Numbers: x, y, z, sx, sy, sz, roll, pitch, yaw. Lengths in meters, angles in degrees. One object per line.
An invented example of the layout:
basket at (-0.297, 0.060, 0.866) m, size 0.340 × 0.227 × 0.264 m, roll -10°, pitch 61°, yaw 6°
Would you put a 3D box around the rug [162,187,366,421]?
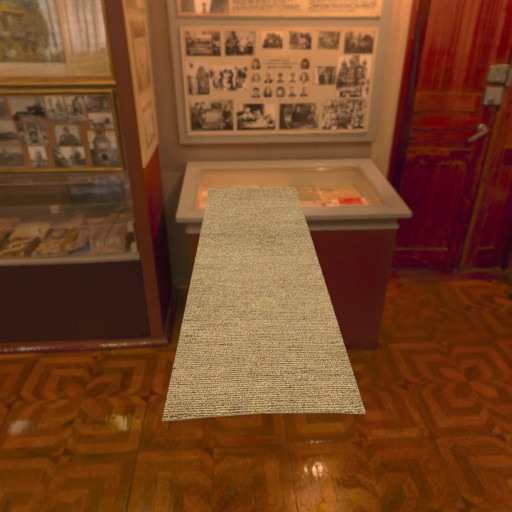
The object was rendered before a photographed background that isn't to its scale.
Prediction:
rug at (0.000, 0.000, 2.531) m, size 0.697 × 0.013 × 2.335 m, roll -1°, pitch 28°, yaw -1°
